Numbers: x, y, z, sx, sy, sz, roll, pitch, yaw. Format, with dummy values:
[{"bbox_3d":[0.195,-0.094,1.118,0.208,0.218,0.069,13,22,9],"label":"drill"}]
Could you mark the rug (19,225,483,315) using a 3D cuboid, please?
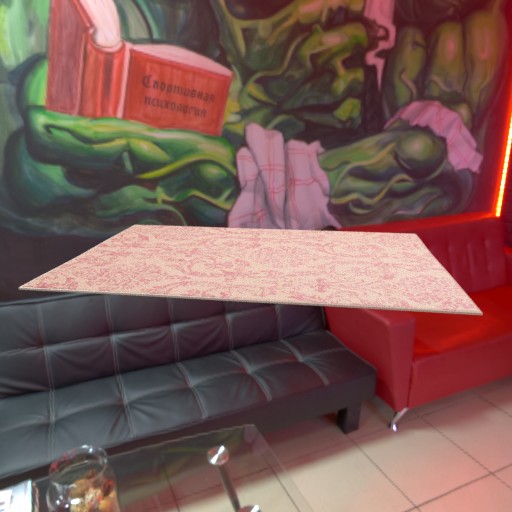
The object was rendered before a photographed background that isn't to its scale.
[{"bbox_3d":[0.000,0.000,2.310,1.839,0.012,1.219,2,17,8],"label":"rug"}]
